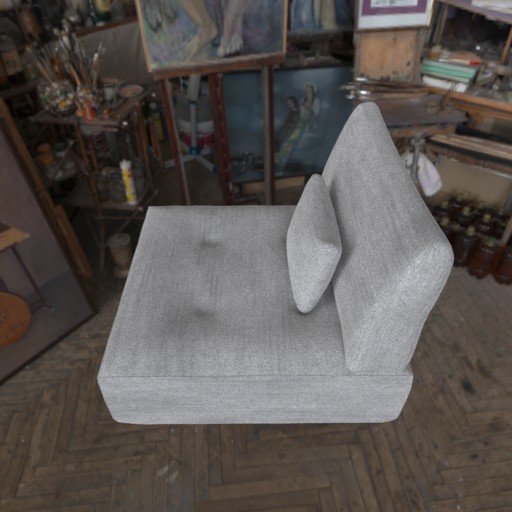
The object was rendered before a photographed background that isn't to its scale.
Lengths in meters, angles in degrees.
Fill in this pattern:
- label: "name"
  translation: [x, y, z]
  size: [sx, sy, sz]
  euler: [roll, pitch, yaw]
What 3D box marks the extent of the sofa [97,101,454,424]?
- label: "sofa"
  translation: [0.000, 0.000, 1.659]
  size: [1.000, 0.820, 0.930]
  euler: [0, 41, 0]
